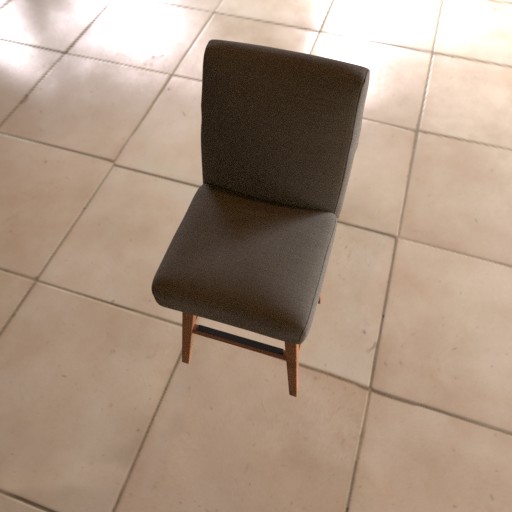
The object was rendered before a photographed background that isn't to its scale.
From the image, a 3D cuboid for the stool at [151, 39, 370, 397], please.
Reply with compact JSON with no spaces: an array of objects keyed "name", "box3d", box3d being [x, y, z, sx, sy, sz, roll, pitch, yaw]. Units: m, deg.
[{"name":"stool","box3d":[0.000,0.000,1.423,0.483,1.112,0.570,15,59,9]}]
